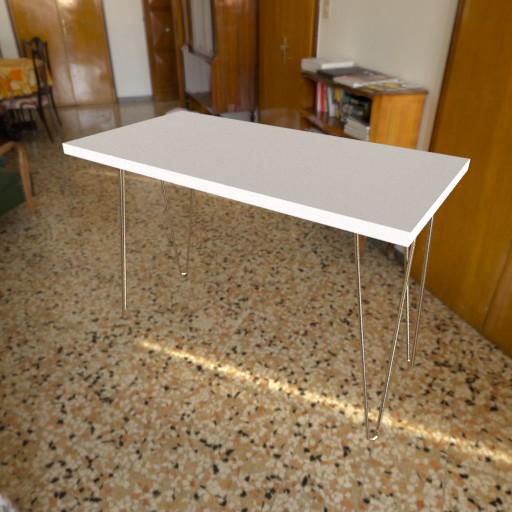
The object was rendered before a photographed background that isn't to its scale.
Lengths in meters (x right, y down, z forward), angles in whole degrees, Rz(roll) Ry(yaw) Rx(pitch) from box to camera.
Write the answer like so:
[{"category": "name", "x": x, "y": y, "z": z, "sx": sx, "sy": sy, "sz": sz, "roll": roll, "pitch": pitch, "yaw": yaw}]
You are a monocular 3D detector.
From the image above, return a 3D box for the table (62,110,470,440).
[{"category": "table", "x": 0.000, "y": 0.000, "z": 1.366, "sx": 0.991, "sy": 0.660, "sz": 0.498, "roll": 19, "pitch": 35, "yaw": 29}]
